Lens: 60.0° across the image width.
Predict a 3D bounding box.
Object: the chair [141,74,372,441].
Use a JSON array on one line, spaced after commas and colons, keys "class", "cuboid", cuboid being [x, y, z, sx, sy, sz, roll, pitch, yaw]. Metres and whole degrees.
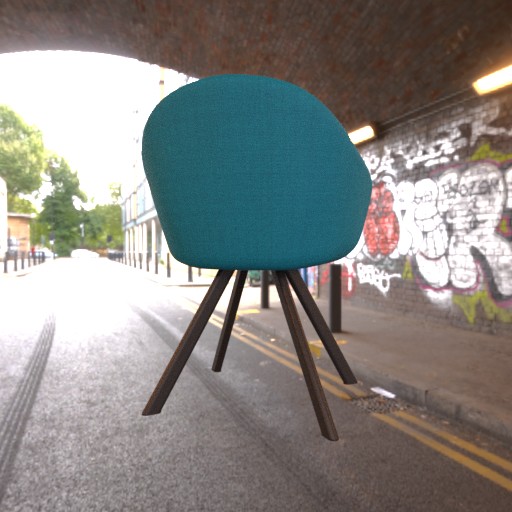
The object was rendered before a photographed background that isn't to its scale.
[{"class": "chair", "cuboid": [0.000, 0.000, 1.200, 0.590, 0.795, 0.550, 0, 1, 18]}]
